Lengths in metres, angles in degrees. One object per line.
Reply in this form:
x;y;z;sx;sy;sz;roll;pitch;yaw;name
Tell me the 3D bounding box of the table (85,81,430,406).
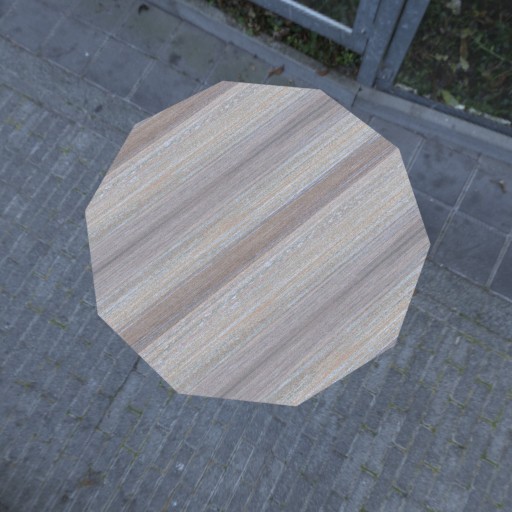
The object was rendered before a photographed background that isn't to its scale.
0.000;0.000;1.878;1.186;0.752;1.186;0;75;0;table
